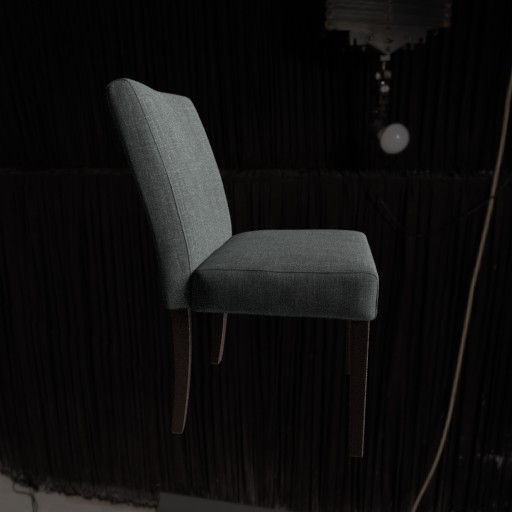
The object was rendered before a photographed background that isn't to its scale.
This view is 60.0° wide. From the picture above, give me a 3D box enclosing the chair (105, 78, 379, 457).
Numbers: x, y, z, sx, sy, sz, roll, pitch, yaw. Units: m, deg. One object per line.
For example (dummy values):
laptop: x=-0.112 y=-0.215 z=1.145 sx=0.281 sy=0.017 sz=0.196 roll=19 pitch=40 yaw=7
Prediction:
chair: x=0.000 y=0.000 z=1.232 sx=0.629 sy=0.884 sz=0.487 roll=2 pitch=14 yaw=10
